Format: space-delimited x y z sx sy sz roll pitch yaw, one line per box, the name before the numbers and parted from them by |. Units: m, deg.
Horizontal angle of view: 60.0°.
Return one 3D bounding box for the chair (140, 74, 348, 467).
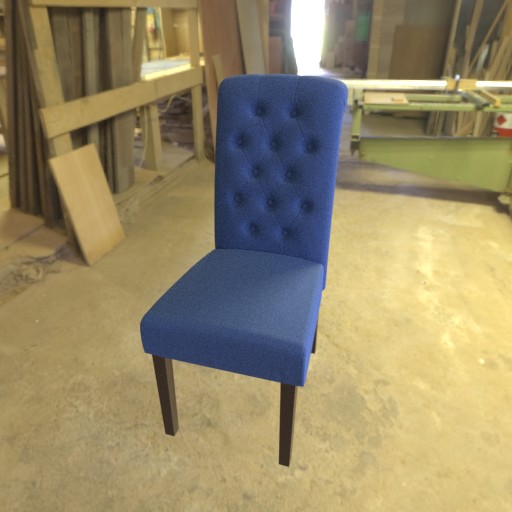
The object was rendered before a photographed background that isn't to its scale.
chair | 0.000 0.000 1.383 0.456 1.006 0.671 8 29 15
